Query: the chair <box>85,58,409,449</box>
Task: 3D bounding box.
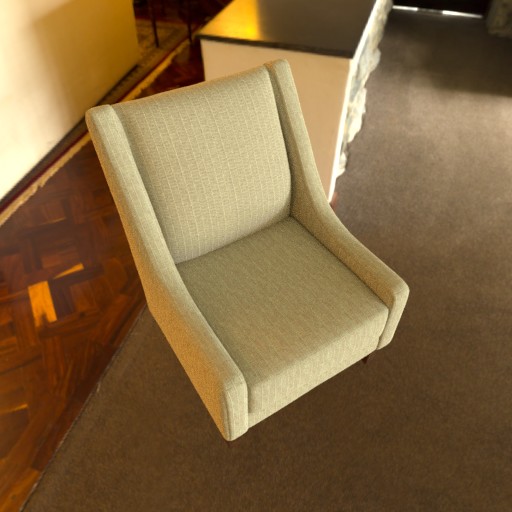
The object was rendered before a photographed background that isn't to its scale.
[{"bbox_3d":[0.000,0.000,1.626,0.774,1.014,0.870,-24,51,-22],"label":"chair"}]
